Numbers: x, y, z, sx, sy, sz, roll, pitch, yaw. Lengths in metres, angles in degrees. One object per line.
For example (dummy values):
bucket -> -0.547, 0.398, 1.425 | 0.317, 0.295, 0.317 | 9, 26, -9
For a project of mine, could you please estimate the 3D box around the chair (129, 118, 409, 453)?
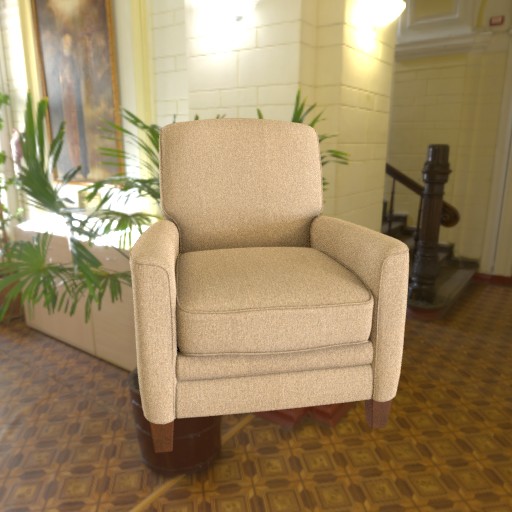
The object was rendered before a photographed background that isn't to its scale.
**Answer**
chair -> 0.000, 0.000, 1.631 | 0.848, 1.014, 0.864 | -2, 14, -9
